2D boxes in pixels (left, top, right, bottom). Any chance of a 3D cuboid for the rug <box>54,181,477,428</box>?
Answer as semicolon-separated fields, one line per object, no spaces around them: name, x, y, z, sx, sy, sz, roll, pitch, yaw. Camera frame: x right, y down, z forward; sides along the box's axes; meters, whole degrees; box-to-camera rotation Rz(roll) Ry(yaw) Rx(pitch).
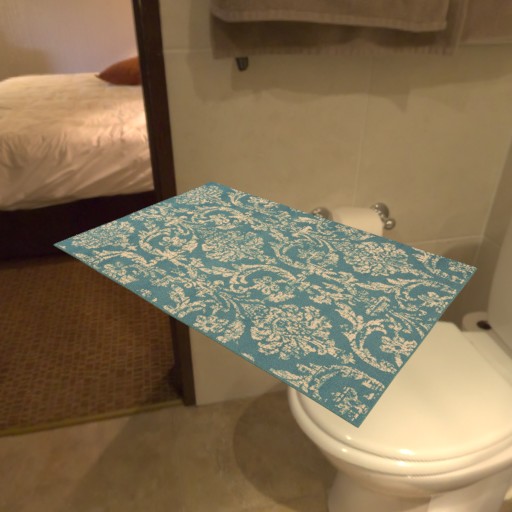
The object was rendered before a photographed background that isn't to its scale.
rug;0.000;0.000;2.287;1.833;0.012;1.211;23;38;33
